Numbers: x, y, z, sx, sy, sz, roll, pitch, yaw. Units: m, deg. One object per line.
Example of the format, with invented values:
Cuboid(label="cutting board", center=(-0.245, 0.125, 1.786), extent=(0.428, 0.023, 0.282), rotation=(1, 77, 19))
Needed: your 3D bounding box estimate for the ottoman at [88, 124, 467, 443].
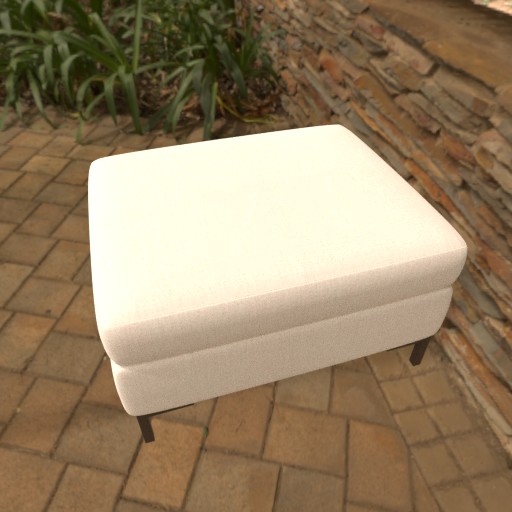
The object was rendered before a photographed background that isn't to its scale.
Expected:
Cuboid(label="ottoman", center=(0.000, 0.000, 1.196), extent=(0.794, 0.453, 0.657), rotation=(-12, 42, -13))
